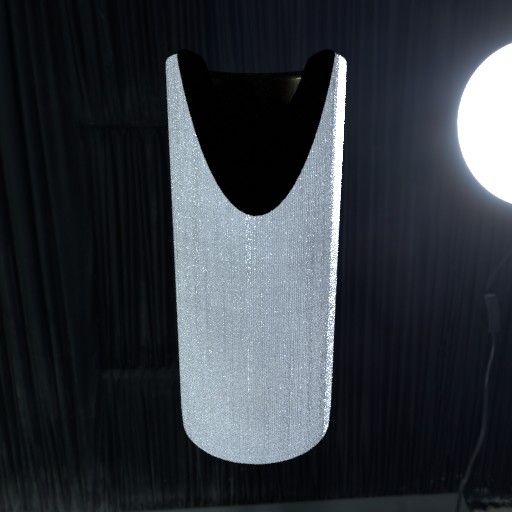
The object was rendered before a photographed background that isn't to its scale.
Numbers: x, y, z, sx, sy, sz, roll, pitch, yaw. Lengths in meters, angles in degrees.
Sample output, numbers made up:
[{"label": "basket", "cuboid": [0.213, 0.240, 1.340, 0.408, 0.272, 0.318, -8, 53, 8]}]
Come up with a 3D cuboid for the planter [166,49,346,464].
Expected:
[{"label": "planter", "cuboid": [0.000, 0.000, 0.126, 0.045, 0.103, 0.045, -2, 14, -8]}]
